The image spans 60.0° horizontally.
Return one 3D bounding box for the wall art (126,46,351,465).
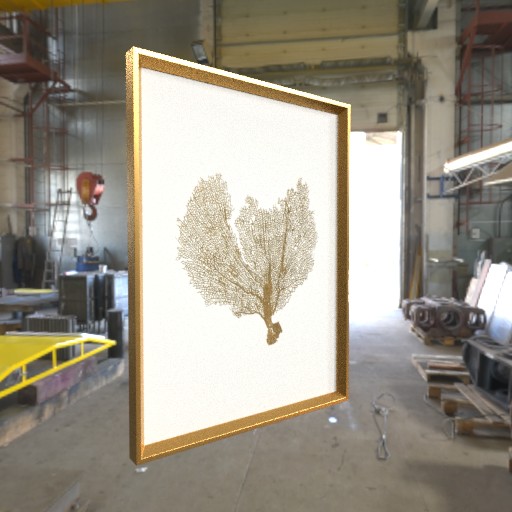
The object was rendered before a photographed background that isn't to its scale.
[{"bbox_3d":[0.000,0.000,1.053,0.610,0.812,0.038,-1,2,-36],"label":"wall art"}]
